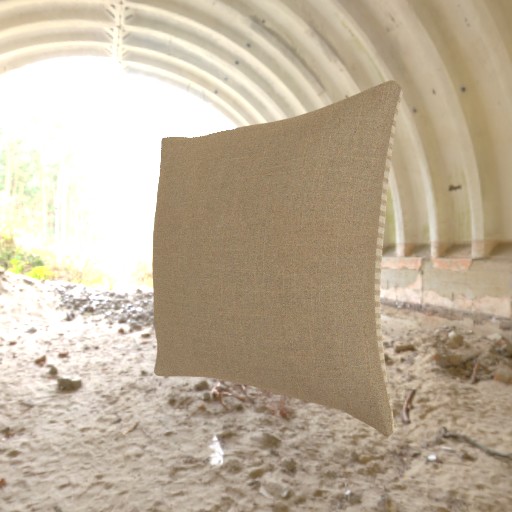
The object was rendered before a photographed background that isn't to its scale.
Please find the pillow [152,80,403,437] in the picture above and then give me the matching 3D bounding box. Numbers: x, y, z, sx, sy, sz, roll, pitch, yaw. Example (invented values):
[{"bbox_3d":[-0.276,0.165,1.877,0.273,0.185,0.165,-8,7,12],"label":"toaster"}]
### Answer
[{"bbox_3d":[0.000,0.000,0.762,0.496,0.491,0.219,0,0,38],"label":"pillow"}]
